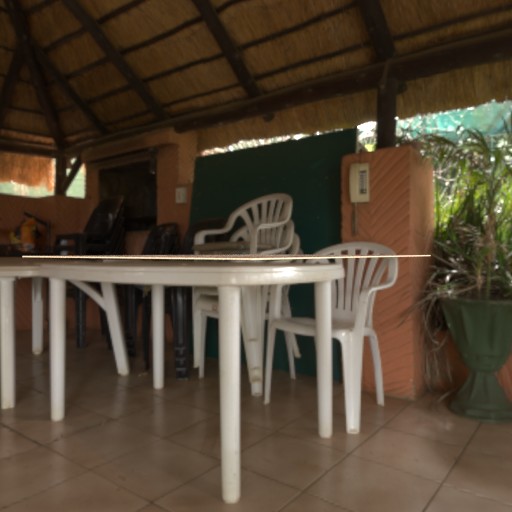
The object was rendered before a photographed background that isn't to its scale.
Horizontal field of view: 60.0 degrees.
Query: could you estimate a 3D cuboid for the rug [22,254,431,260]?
[{"bbox_3d":[0.000,0.000,2.898,1.611,0.008,2.227,0,1,36],"label":"rug"}]
